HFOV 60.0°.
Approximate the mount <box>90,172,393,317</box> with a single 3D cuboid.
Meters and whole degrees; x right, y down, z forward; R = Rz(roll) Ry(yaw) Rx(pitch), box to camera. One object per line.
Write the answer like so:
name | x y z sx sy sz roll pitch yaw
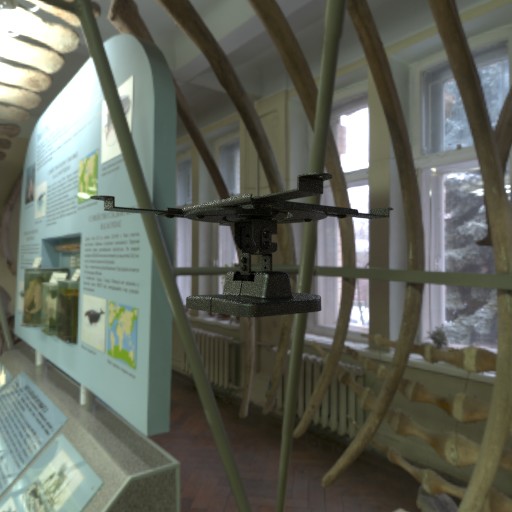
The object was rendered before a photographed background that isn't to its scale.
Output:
mount | 0.000 0.000 0.596 0.394 0.141 0.394 1 -1 -37
